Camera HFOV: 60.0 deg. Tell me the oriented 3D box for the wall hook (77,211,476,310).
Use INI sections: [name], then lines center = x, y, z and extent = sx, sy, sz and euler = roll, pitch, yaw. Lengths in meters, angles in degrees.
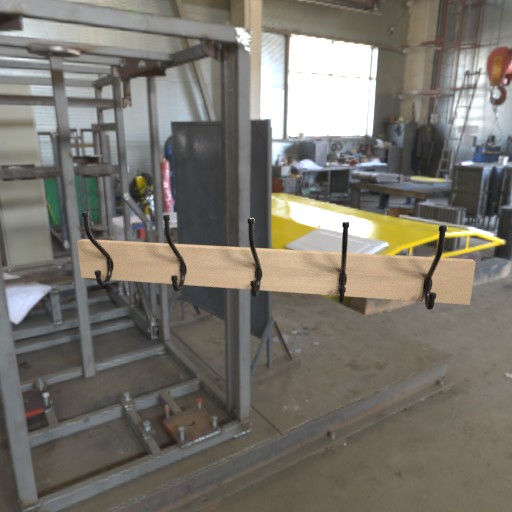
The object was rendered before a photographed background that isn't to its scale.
[wall hook]
center = 0.000, 0.000, 0.609
extent = 0.571, 0.117, 0.071
euler = 3, 16, 11
